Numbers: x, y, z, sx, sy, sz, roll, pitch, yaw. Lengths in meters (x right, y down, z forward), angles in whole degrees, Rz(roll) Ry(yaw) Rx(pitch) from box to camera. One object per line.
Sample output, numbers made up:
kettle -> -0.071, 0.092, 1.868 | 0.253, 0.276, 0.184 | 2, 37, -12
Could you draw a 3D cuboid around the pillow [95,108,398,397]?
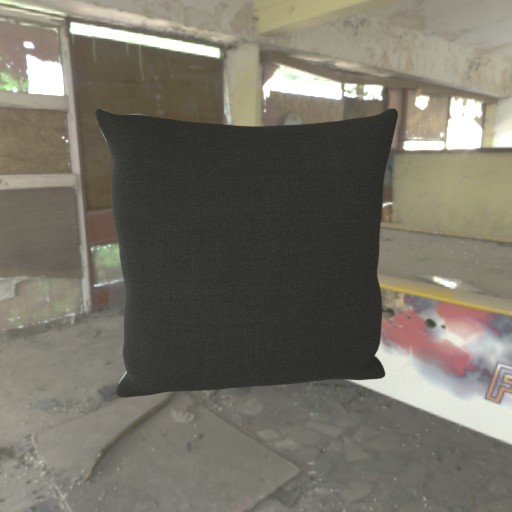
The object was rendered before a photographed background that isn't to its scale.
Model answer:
pillow -> 0.000, 0.000, 0.773 | 0.503, 0.496, 0.208 | -2, 13, -8
